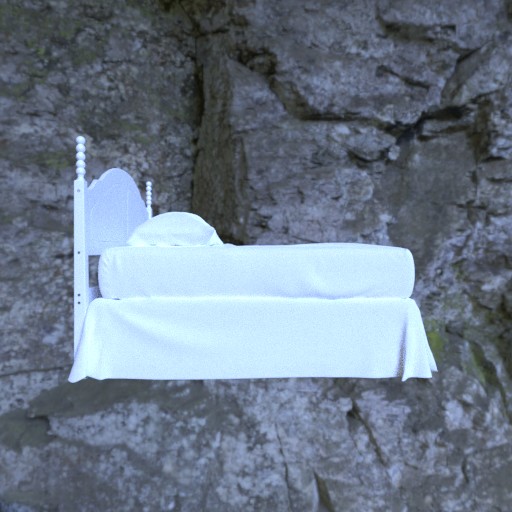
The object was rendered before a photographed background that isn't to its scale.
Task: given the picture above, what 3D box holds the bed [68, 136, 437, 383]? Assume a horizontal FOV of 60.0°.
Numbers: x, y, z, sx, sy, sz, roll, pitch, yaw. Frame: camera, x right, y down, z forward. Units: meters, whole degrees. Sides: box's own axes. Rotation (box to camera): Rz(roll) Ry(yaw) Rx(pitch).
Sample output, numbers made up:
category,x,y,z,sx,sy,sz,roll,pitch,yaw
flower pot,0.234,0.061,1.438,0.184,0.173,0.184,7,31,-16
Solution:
category,x,y,z,sx,sy,sz,roll,pitch,yaw
bed,0.000,0.000,3.294,2.040,1.356,1.873,0,1,0
